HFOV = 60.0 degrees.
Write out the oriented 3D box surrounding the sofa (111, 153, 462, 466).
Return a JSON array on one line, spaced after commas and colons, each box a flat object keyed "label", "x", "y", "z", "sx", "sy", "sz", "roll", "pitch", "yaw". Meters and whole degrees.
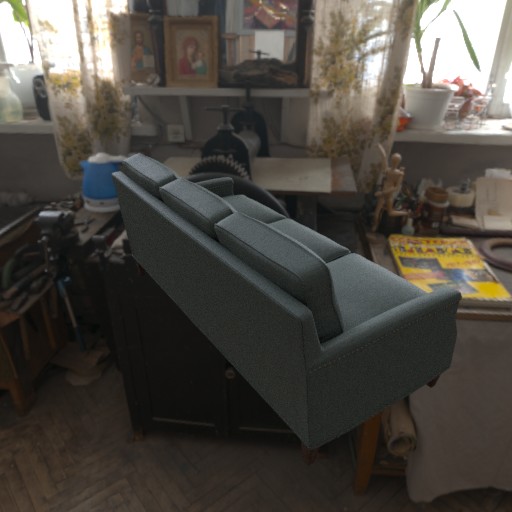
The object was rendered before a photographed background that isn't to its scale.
[{"label": "sofa", "x": 0.000, "y": 0.000, "z": 2.799, "sx": 1.084, "sy": 1.003, "sz": 2.246, "roll": -17, "pitch": 32, "yaw": -30}]
